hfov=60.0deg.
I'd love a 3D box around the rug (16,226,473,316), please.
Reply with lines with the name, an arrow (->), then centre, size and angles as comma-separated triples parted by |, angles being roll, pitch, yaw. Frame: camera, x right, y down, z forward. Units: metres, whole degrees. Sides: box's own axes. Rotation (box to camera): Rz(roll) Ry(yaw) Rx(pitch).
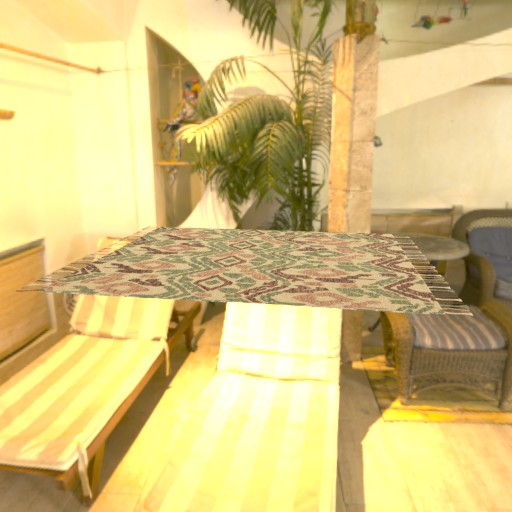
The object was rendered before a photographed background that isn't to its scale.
rug -> 0.000, 0.000, 4.024 | 3.048, 0.010, 2.438 | 2, 15, 9
